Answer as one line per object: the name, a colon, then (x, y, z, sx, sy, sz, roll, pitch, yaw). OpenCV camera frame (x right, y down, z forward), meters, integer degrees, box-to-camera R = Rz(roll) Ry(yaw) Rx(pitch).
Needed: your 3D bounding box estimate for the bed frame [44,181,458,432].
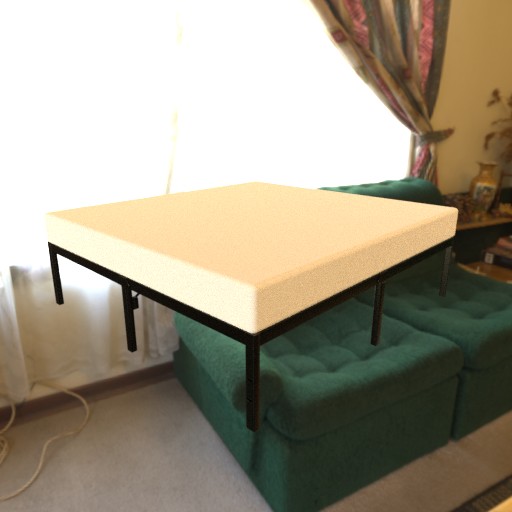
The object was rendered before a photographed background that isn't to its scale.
bed frame: (0.000, 0.000, 3.113, 1.963, 0.659, 2.079, 16, 24, 41)
